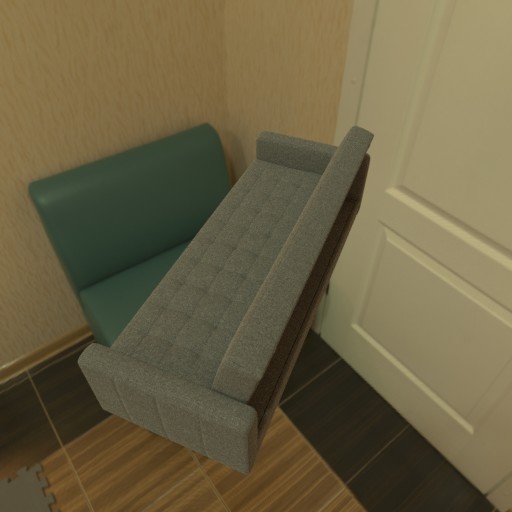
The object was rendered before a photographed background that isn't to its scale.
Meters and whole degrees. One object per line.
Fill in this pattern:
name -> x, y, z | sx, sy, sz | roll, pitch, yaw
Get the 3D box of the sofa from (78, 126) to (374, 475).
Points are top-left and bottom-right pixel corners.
sofa -> 0.000, 0.000, 2.506 | 0.810, 0.850, 2.040 | 17, 48, 16
